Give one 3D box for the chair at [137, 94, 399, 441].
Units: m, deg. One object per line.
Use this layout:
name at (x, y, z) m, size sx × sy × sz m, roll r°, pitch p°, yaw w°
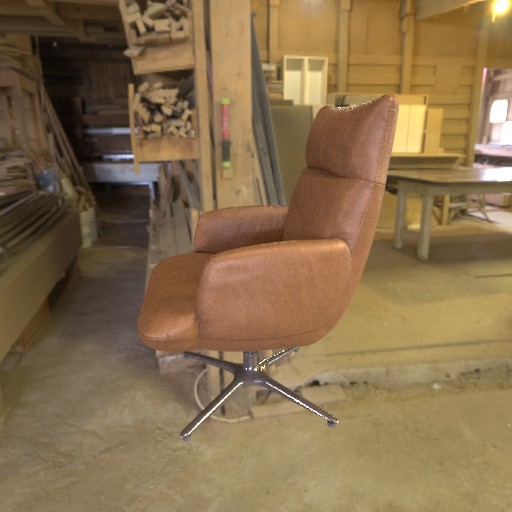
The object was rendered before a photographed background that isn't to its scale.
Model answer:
chair at (0.000, 0.000, 1.540) m, size 0.794 × 1.027 × 0.711 m, roll -2°, pitch 16°, yaw -8°
